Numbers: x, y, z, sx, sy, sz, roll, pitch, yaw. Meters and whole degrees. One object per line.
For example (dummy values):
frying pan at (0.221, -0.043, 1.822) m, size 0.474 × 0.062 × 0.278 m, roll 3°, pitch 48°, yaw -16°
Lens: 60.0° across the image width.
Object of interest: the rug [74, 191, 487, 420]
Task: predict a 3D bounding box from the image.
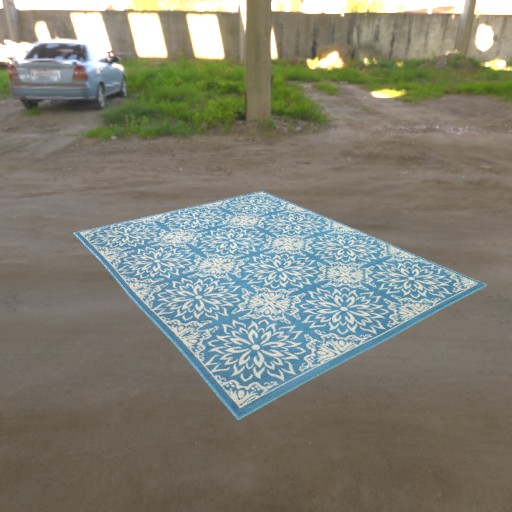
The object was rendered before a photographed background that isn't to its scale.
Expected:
rug at (0.000, 0.000, 3.947) m, size 2.350 × 0.018 × 2.964 m, roll -18°, pitch 31°, yaw -32°
